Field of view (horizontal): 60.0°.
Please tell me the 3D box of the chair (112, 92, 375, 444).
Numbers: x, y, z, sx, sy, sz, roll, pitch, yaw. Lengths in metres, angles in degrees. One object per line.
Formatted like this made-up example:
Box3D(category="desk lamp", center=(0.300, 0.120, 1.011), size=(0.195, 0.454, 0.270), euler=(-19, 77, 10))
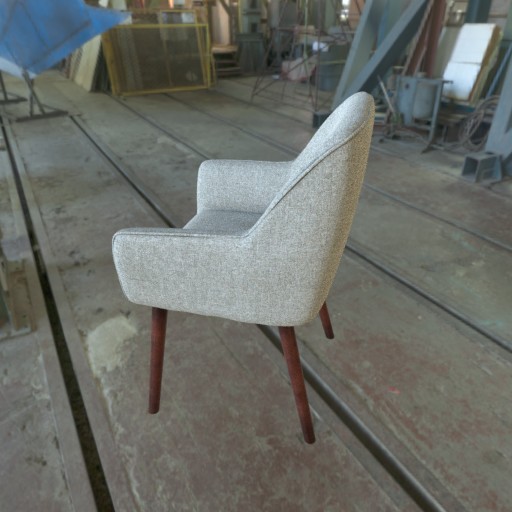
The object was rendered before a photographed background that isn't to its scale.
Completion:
Box3D(category="chair", center=(0.000, 0.000, 1.184), size=(0.519, 0.803, 0.543), euler=(8, 30, 13))
